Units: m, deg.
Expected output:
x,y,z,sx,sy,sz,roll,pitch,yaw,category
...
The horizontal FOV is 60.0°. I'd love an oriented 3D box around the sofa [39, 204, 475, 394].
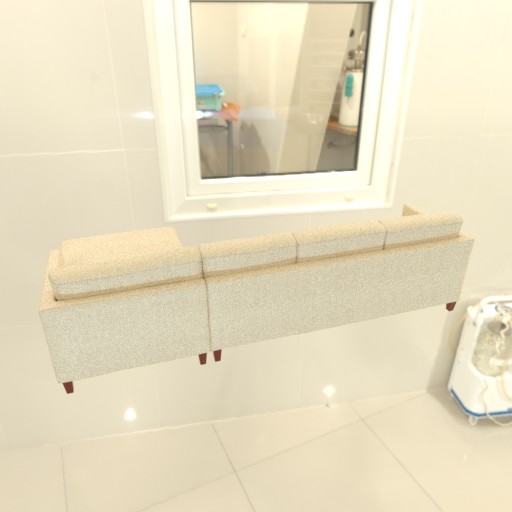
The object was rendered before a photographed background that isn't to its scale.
x,y,z,sx,sy,sz,roll,pitch,yaw,category
0.000,0.000,4.083,3.471,0.954,1.603,-9,29,-16,sofa
